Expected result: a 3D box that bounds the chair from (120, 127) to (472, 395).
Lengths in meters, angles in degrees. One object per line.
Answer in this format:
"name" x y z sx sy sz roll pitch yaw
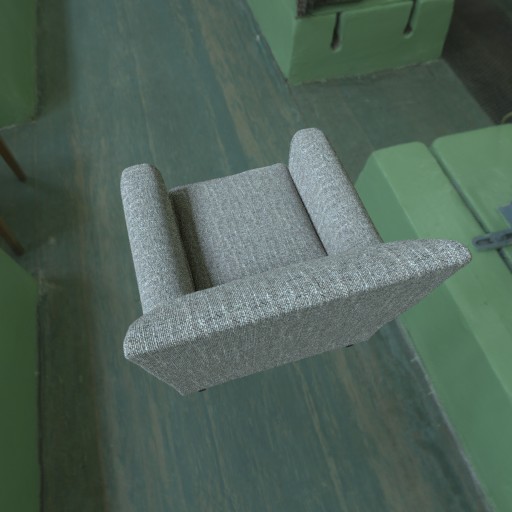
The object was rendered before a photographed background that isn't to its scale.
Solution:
"chair" 0.000 0.000 1.622 0.864 0.928 0.873 -14 59 -9
